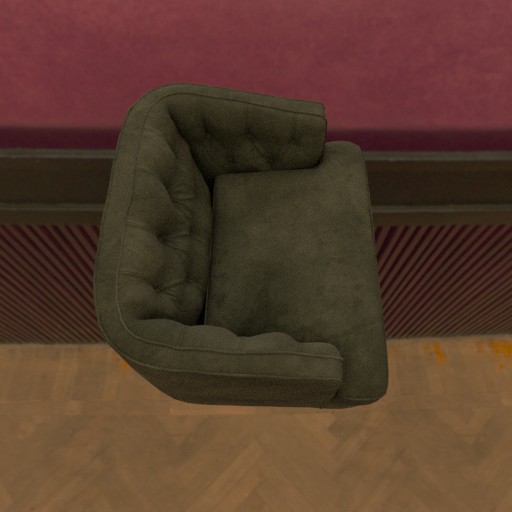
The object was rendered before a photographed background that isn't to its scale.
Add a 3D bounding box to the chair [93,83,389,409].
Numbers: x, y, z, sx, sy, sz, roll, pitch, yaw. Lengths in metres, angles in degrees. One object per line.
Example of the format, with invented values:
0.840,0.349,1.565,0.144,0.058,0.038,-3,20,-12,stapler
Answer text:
0.000,0.000,1.744,0.941,0.852,1.104,1,64,0,chair
